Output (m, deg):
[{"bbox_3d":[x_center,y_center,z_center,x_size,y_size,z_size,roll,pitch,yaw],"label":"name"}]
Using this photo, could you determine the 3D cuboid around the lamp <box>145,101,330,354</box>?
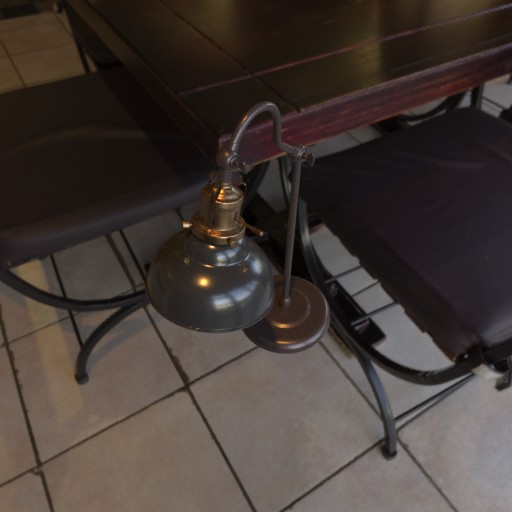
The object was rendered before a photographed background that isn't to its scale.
[{"bbox_3d":[0.000,0.000,0.693,0.192,0.508,0.374,32,55,26],"label":"lamp"}]
